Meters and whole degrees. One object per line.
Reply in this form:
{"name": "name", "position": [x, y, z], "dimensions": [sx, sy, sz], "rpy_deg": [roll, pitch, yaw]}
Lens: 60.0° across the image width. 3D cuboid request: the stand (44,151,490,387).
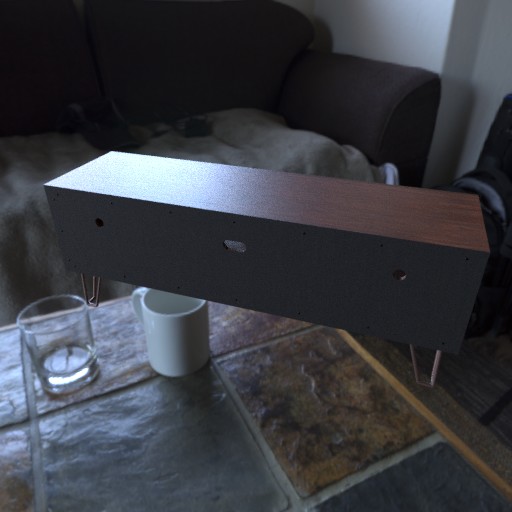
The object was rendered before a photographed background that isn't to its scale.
{"name": "stand", "position": [0.000, 0.000, 1.884], "dimensions": [1.626, 0.610, 0.481], "rpy_deg": [10, 32, 16]}
